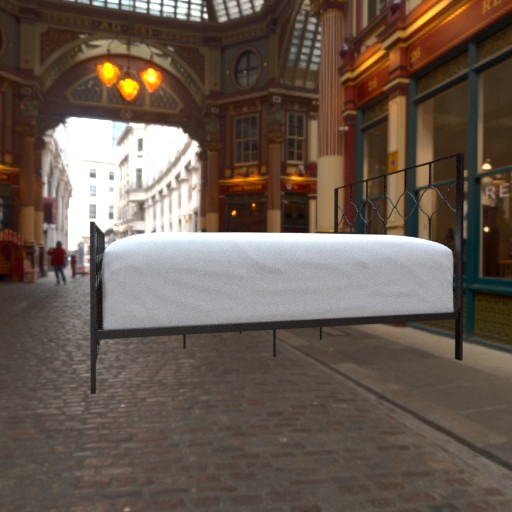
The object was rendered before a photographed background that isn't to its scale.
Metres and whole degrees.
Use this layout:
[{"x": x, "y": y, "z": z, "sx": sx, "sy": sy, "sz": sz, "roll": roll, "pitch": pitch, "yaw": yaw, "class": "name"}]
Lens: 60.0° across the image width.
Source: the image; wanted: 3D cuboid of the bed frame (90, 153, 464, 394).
[{"x": 0.000, "y": 0.000, "z": 3.066, "sx": 2.063, "sy": 1.222, "sz": 1.597, "roll": 0, "pitch": 1, "yaw": -17, "class": "bed frame"}]
